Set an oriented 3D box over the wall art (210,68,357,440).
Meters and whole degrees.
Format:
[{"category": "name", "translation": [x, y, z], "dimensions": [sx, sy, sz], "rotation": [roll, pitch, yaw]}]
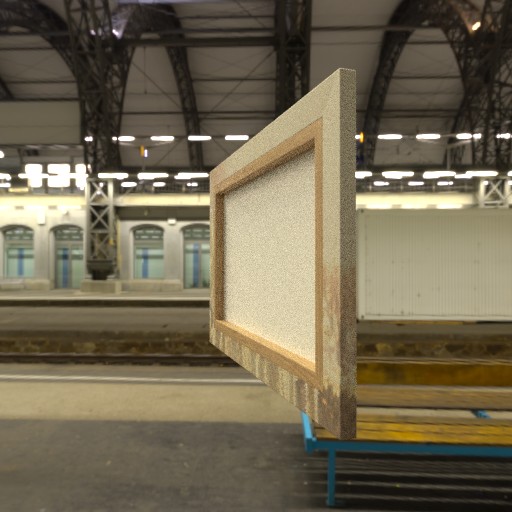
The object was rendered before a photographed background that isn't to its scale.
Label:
[{"category": "wall art", "translation": [0.000, 0.000, 1.445], "dimensions": [0.041, 0.758, 1.142], "rotation": [0, -1, -19]}]
